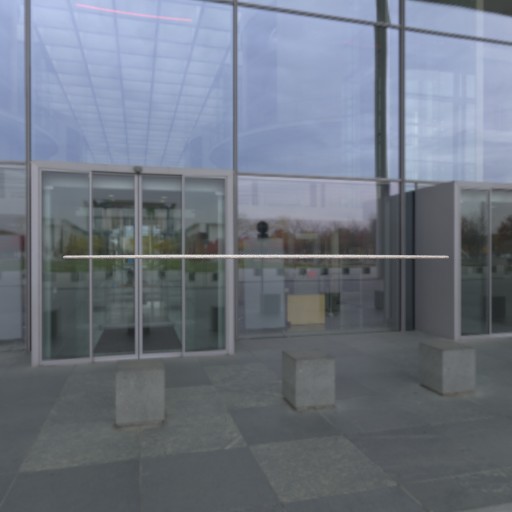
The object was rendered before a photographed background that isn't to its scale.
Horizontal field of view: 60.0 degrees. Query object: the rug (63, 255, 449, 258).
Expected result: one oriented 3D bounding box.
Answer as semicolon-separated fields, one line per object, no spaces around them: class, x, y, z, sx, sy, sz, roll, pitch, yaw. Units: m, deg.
rug;0.000;0.000;2.882;1.524;0.011;2.286;0;0;0
